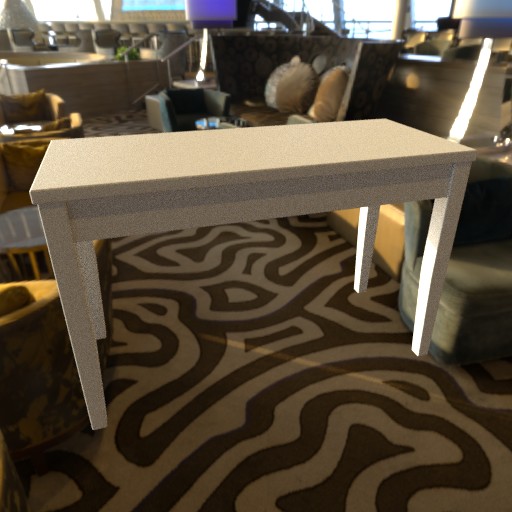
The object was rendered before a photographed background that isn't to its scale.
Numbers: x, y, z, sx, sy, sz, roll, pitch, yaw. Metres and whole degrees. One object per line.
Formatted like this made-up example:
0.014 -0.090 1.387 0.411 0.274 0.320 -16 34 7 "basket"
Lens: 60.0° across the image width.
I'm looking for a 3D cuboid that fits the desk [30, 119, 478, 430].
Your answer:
0.000 0.000 1.546 1.220 0.775 0.508 -8 29 -15 "desk"
